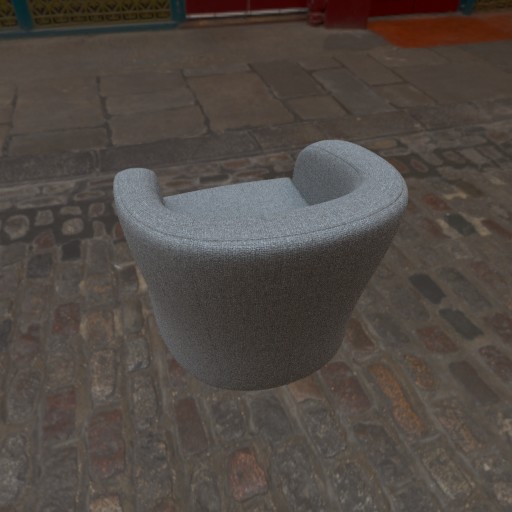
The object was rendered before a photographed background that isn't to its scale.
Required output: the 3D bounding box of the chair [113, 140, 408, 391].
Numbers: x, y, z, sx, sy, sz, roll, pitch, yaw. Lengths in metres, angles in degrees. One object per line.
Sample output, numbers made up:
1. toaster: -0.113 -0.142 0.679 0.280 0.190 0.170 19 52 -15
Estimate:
1. chair: 0.000 0.000 1.449 0.791 0.771 0.815 -11 42 -13
